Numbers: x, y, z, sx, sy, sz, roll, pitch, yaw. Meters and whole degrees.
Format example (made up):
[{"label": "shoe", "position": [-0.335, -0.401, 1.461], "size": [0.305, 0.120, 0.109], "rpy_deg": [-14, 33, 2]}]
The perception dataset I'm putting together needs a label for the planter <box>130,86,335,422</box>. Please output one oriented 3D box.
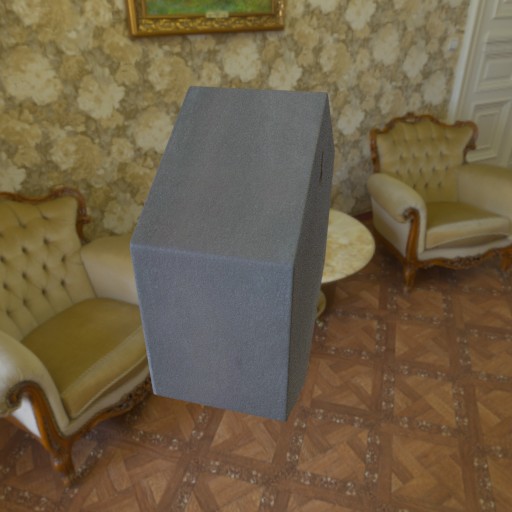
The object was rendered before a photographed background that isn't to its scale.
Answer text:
[{"label": "planter", "position": [0.000, 0.000, 0.289], "size": [0.077, 0.206, 0.169], "rpy_deg": [7, 31, 12]}]
